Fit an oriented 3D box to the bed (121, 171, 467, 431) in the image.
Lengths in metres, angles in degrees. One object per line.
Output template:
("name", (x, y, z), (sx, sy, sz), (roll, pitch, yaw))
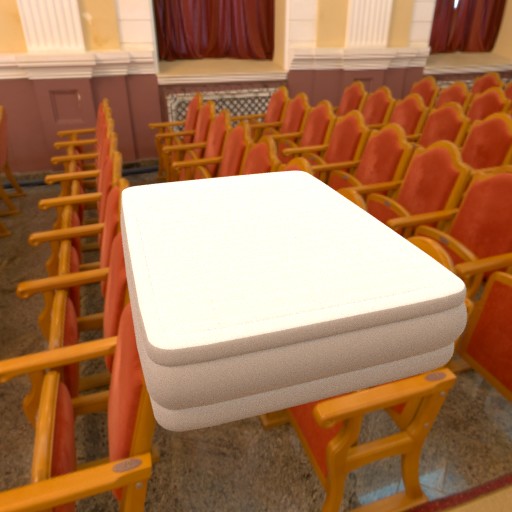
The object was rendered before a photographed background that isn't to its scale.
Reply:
("bed", (0.000, 0.000, 2.682), (1.520, 0.460, 2.036), (-9, 29, -16))
